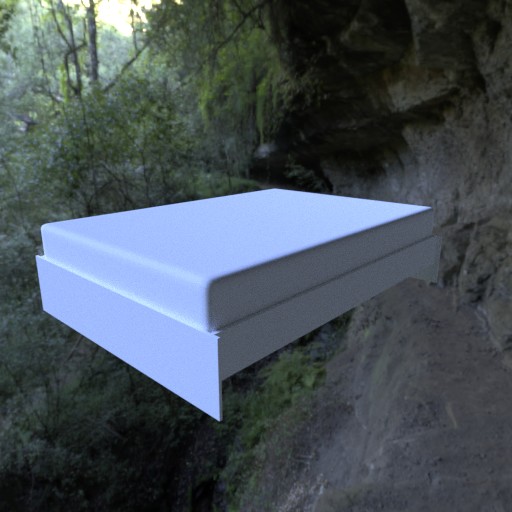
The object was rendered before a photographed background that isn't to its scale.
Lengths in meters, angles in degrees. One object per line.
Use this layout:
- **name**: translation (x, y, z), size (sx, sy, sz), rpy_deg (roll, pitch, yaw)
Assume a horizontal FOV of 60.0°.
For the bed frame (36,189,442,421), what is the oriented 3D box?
- **bed frame**: translation (0.000, 0.000, 2.630), size (1.445, 0.497, 1.945), rpy_deg (14, 22, 41)
